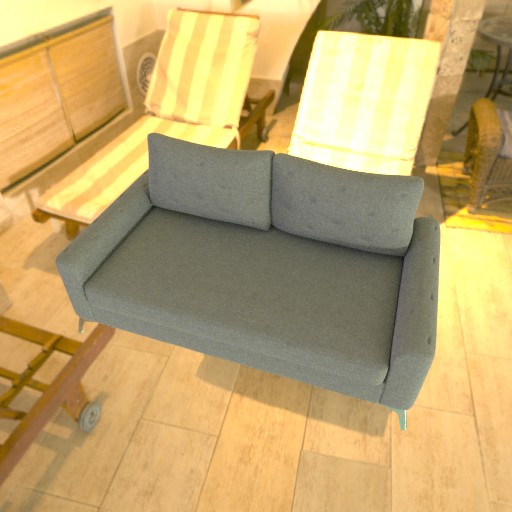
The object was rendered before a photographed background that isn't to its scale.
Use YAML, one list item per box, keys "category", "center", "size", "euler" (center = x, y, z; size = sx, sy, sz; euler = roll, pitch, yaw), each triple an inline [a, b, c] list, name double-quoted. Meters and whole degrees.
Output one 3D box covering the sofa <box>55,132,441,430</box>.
- category: "sofa"
  center: [0.000, 0.000, 2.124]
  size: [1.650, 0.790, 0.920]
  euler: [13, 43, 14]
